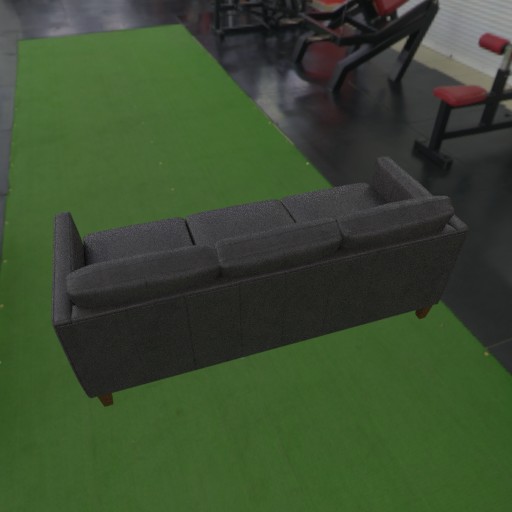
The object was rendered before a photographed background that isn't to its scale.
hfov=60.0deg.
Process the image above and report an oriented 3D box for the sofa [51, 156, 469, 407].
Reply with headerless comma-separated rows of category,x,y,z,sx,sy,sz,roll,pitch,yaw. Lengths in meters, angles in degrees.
sofa,0.000,0.000,3.013,2.464,1.006,1.045,-12,43,-14
